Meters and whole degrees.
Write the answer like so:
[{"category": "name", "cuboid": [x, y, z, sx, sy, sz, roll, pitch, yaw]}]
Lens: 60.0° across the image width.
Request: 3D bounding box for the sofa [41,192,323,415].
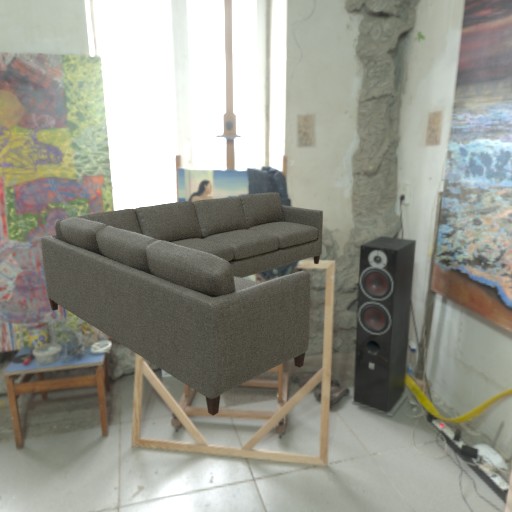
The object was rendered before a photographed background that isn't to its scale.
[{"category": "sofa", "cuboid": [0.000, 0.000, 4.521, 2.593, 0.947, 3.302, 14, 20, 43]}]
